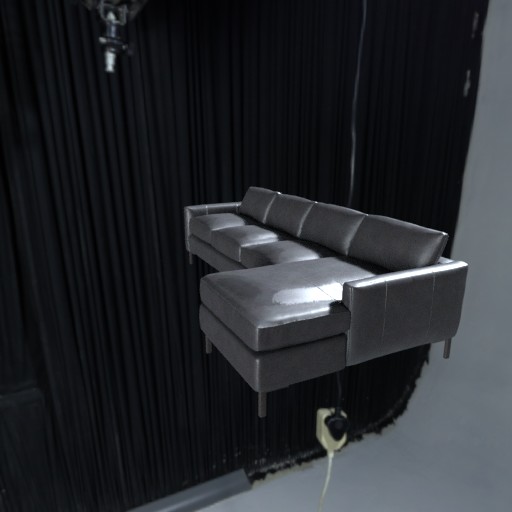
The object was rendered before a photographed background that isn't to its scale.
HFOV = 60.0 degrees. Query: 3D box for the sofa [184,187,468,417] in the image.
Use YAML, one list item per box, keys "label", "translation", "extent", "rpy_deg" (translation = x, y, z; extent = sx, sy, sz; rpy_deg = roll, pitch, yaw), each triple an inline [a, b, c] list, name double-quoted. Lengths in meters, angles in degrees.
- label: "sofa"
  translation: [0.000, 0.000, 3.755]
  extent: [1.471, 0.859, 2.993]
  rpy_deg: [-8, 17, -25]
